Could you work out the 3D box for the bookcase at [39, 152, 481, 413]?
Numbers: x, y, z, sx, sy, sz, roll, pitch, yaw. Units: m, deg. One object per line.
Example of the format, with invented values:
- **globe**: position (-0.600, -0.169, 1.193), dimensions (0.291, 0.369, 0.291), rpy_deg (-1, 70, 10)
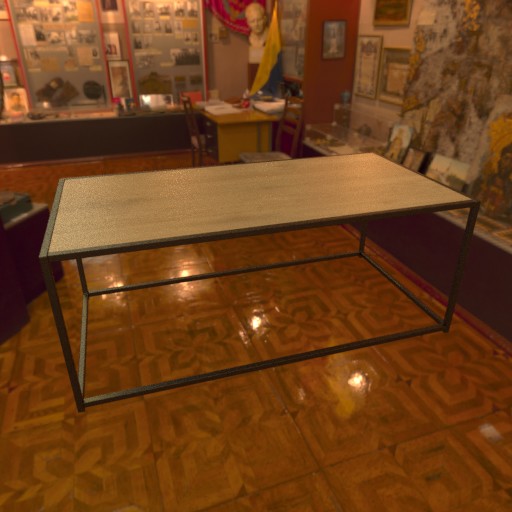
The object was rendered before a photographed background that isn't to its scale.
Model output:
- **bookcase**: position (0.000, 0.000, 1.255), dimensions (1.000, 0.400, 0.500), rpy_deg (-8, 28, -15)
